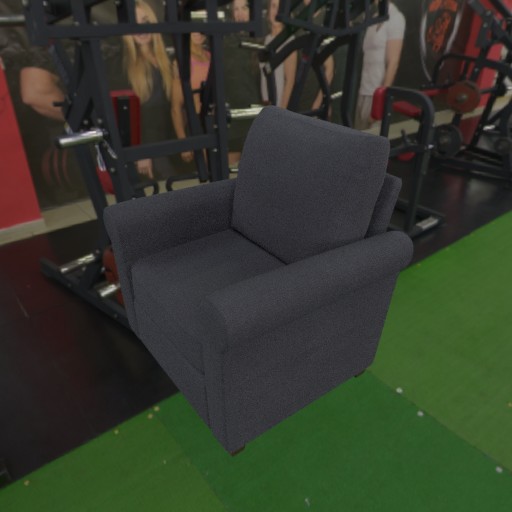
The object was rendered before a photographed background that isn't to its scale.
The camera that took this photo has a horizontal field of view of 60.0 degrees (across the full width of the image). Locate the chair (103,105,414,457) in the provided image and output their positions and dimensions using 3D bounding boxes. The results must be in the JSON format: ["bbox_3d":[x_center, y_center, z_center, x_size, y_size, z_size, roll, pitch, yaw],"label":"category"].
[{"bbox_3d":[0.000,0.000,1.661,0.828,0.942,0.867,-20,36,-31],"label":"chair"}]
